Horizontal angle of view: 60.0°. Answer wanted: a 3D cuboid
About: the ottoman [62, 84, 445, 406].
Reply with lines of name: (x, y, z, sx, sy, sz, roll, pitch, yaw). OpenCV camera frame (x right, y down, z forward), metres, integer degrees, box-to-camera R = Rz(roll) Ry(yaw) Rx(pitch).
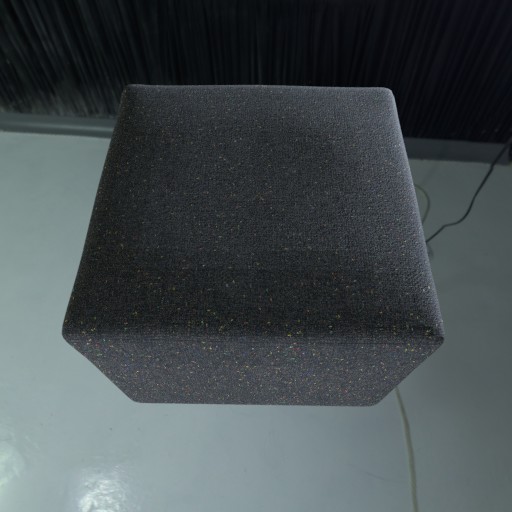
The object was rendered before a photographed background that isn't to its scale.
ottoman: (0.000, 0.000, 0.859, 0.508, 0.432, 0.508, 1, 59, 0)
